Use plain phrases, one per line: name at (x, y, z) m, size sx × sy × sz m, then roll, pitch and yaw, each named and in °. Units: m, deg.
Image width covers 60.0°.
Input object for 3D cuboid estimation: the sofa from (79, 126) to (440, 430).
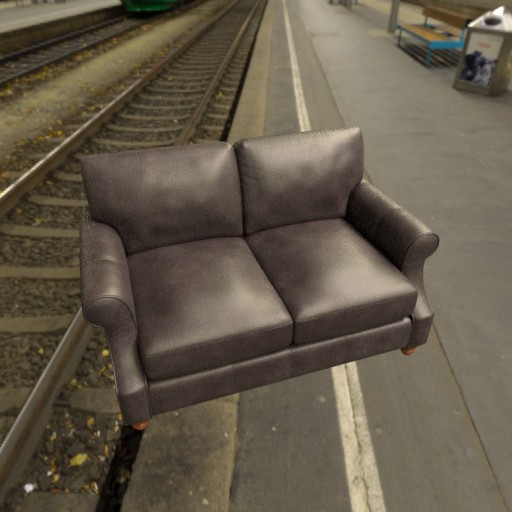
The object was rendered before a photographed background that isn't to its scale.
sofa at (0.000, 0.000, 2.268) m, size 1.663 × 0.979 × 1.030 m, roll -11°, pitch 35°, yaw -16°
